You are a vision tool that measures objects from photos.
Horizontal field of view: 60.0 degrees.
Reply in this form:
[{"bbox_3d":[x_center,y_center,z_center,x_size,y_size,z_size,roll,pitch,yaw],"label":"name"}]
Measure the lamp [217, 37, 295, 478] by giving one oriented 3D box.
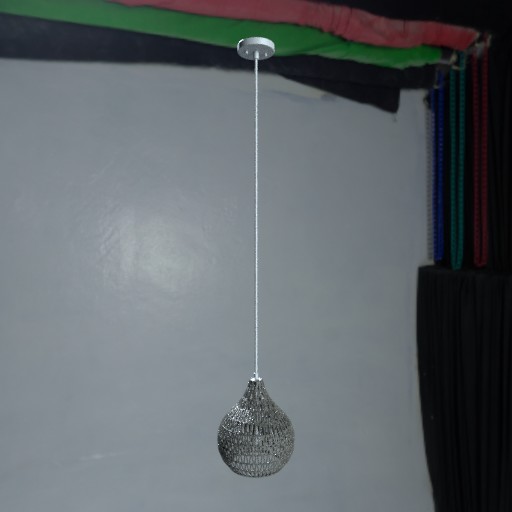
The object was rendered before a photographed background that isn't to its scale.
[{"bbox_3d":[0.000,0.000,2.033,0.355,1.919,0.355,0,1,-17],"label":"lamp"}]
